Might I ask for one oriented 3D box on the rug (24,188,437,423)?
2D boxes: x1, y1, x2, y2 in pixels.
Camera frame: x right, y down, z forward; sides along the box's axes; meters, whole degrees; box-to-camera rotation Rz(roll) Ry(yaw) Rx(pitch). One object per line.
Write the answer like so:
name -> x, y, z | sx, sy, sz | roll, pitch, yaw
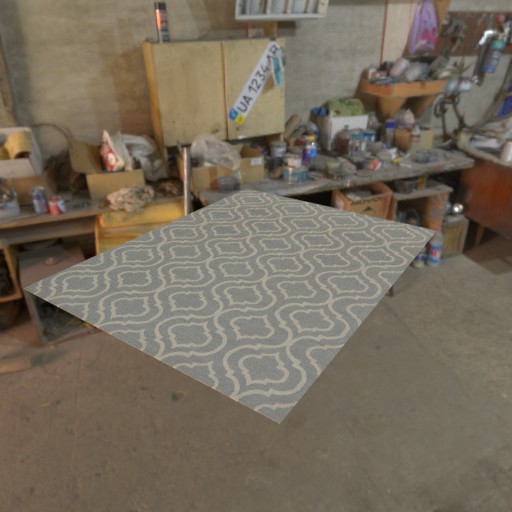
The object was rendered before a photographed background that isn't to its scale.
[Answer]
rug -> 0.000, 0.000, 3.842 | 2.283, 0.006, 2.892 | 17, 32, 30
